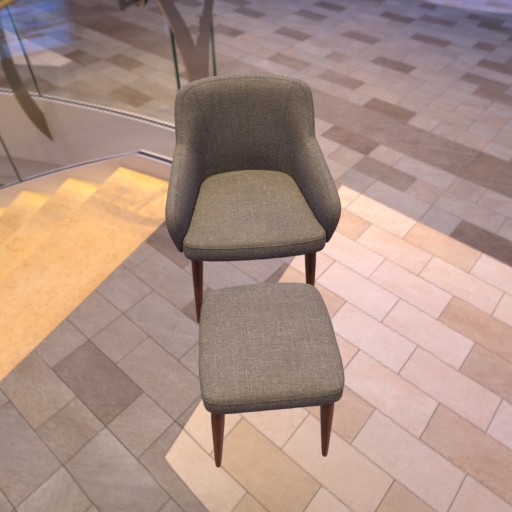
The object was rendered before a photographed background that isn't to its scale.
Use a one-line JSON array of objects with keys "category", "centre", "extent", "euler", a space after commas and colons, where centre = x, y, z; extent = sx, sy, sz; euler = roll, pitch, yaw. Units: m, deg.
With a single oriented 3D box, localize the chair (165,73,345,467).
[{"category": "chair", "centre": [0.000, 0.000, 1.531], "extent": [0.584, 0.799, 1.107], "euler": [-4, 47, -4]}]
